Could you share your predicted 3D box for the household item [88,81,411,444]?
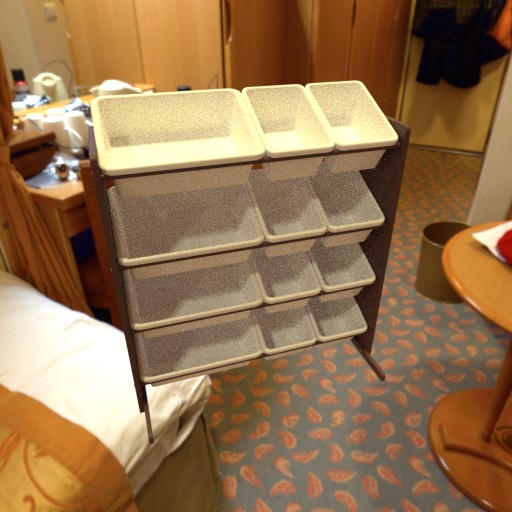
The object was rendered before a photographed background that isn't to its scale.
[{"bbox_3d":[0.000,0.000,1.275,0.787,0.864,0.389,-10,32,-15],"label":"household item"}]
